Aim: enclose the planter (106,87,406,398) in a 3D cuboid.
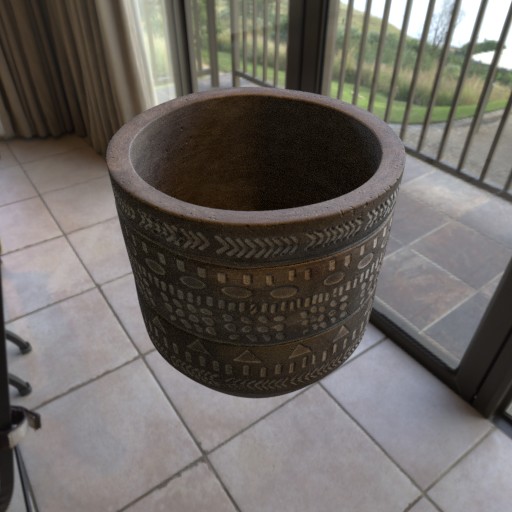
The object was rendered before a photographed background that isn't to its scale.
[{"bbox_3d":[0.000,0.000,0.262,0.142,0.149,0.142,0,40,0],"label":"planter"}]
